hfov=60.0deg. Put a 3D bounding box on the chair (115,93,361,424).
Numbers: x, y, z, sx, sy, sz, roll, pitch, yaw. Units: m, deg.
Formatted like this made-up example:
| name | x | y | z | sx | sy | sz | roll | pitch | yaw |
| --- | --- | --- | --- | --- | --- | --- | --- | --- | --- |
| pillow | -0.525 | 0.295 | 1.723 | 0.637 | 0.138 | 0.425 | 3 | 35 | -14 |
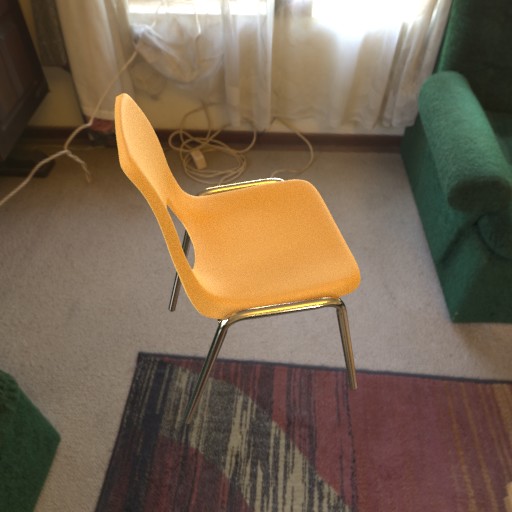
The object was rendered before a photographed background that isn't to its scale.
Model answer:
| name | x | y | z | sx | sy | sz | roll | pitch | yaw |
| --- | --- | --- | --- | --- | --- | --- | --- | --- | --- |
| chair | 0.000 | 0.000 | 0.944 | 0.436 | 0.704 | 0.381 | -10 | 48 | -9 |
